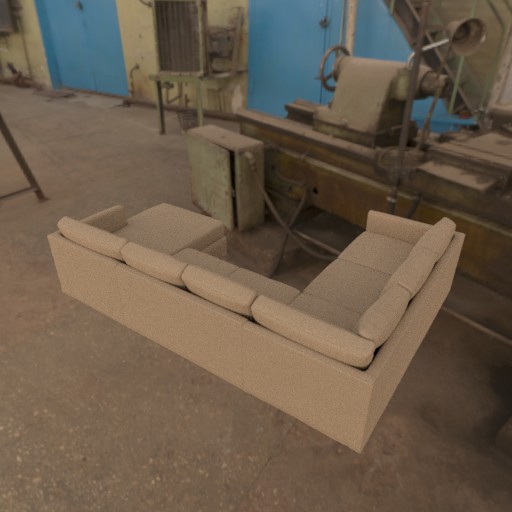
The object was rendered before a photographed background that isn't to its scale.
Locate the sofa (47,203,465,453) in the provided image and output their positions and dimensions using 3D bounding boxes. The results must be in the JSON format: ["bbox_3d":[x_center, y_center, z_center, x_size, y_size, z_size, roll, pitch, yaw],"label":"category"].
[{"bbox_3d":[0.000,0.000,4.566,3.460,0.882,2.427,20,36,29],"label":"sofa"}]
